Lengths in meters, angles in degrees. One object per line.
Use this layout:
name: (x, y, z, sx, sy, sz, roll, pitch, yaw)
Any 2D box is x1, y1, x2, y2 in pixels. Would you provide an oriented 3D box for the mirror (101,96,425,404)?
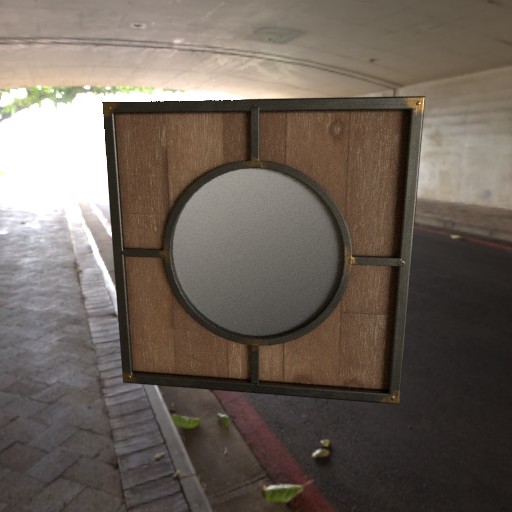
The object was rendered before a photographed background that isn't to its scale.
mirror: (0.000, 0.000, 0.569, 0.382, 0.381, 0.020, 2, 14, 8)
